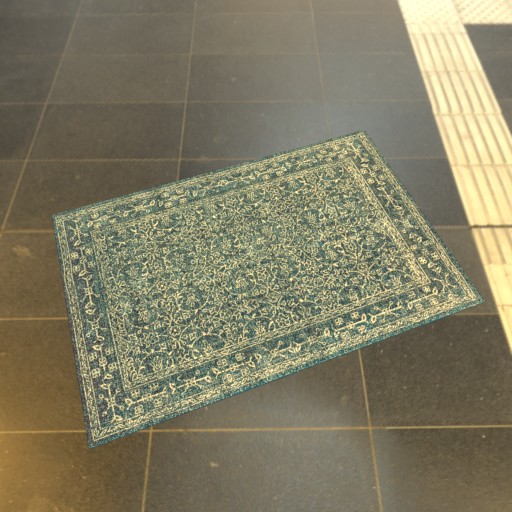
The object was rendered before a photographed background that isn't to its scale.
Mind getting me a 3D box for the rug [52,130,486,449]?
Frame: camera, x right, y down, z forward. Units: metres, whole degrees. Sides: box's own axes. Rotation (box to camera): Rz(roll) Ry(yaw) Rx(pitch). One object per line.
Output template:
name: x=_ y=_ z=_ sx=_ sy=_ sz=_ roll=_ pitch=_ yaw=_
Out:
rug: x=0.000 y=0.000 z=2.171 sx=1.819 sy=0.005 sz=1.200 roll=-17 pitch=60 yaw=-10
